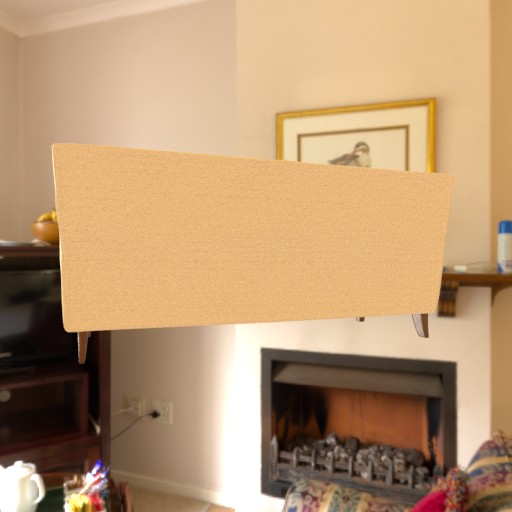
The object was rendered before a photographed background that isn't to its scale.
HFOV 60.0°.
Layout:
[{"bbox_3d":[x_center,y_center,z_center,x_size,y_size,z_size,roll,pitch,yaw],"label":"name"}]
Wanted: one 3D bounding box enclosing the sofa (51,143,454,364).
[{"bbox_3d":[0.000,0.000,2.460,2.001,0.907,0.841,0,0,-20],"label":"sofa"}]
